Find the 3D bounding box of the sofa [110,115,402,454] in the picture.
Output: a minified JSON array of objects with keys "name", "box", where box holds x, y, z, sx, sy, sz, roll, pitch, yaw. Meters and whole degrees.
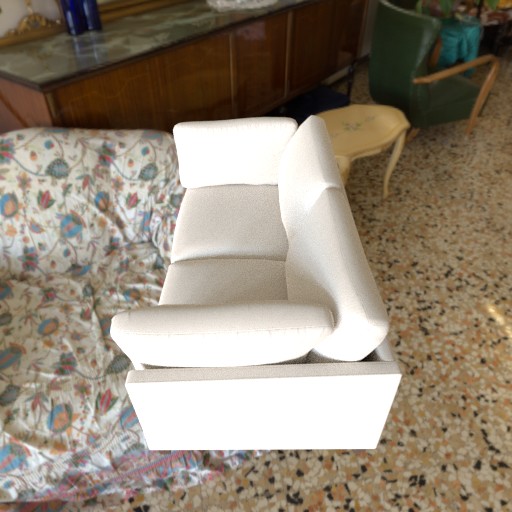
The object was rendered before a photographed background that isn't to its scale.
[{"name":"sofa","box":[0.000,0.000,2.261,0.970,0.836,1.776,0,40,0]}]
